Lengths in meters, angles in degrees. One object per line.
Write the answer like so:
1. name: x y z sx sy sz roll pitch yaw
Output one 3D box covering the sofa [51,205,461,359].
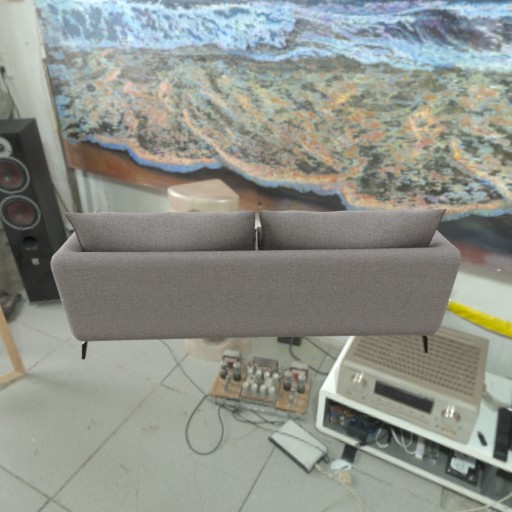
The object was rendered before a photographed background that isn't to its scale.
1. sofa: 0.000 0.000 2.449 2.022 0.833 0.809 -1 31 -1
